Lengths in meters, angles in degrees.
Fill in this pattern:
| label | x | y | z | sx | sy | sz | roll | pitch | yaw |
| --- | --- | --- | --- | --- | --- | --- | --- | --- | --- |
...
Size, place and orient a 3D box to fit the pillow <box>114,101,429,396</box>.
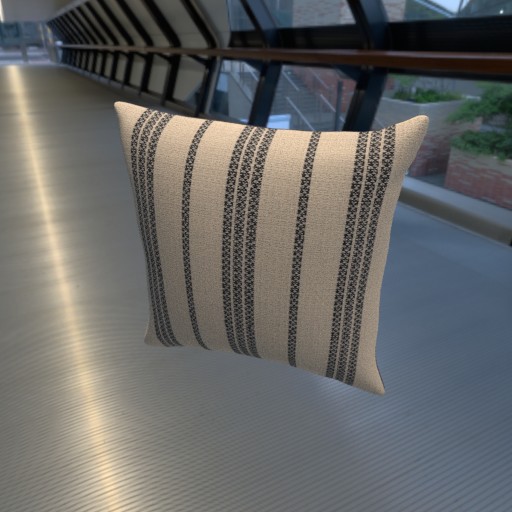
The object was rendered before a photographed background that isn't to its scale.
| label | x | y | z | sx | sy | sz | roll | pitch | yaw |
| --- | --- | --- | --- | --- | --- | --- | --- | --- | --- |
| pillow | 0.000 | 0.000 | 0.632 | 0.405 | 0.406 | 0.173 | 8 | 28 | 16 |
